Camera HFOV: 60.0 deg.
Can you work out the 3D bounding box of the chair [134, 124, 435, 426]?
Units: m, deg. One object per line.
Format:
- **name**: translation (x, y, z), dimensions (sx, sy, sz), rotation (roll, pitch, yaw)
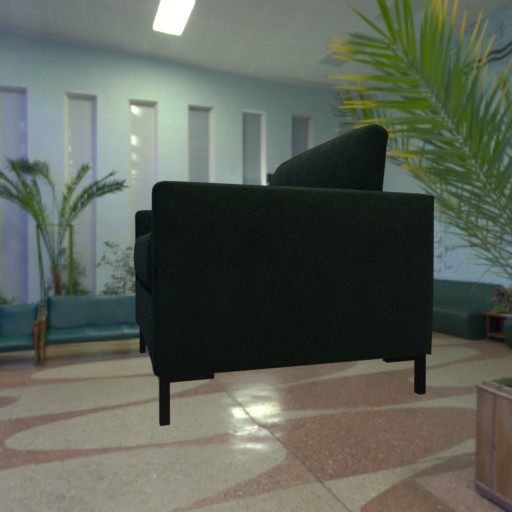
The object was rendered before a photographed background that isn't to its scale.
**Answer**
- **chair**: translation (0.000, 0.000, 1.668), dimensions (0.866, 0.861, 0.963), rotation (0, 1, -18)
